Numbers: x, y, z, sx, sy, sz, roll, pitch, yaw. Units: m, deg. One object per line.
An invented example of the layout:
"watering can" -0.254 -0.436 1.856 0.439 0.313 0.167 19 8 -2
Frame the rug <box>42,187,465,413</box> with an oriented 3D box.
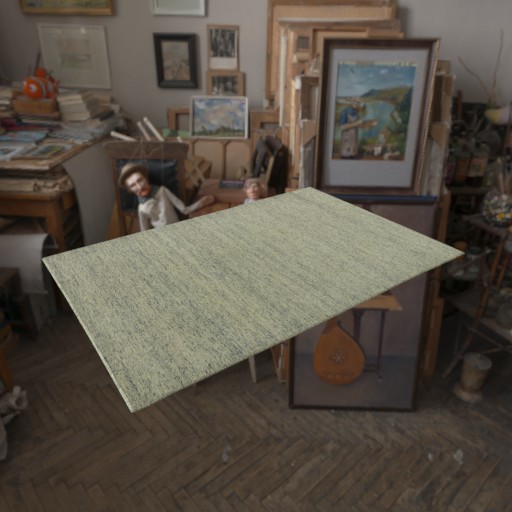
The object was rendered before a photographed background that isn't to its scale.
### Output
"rug" 0.000 0.000 2.323 1.846 0.014 1.243 -19 34 -30
